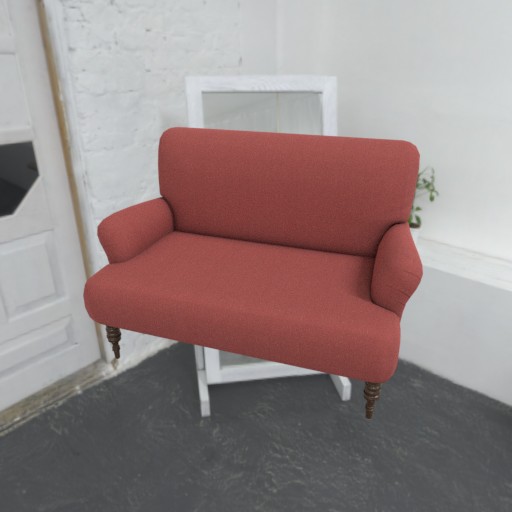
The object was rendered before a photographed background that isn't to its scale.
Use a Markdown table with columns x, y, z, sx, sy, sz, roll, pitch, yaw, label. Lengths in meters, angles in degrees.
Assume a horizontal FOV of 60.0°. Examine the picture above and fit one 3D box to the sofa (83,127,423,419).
| x | y | z | sx | sy | sz | roll | pitch | yaw | label |
| --- | --- | --- | --- | --- | --- | --- | --- | --- | --- |
| 0.000 | 0.000 | 1.860 | 1.297 | 0.889 | 0.779 | 8 | 27 | 17 | sofa |
